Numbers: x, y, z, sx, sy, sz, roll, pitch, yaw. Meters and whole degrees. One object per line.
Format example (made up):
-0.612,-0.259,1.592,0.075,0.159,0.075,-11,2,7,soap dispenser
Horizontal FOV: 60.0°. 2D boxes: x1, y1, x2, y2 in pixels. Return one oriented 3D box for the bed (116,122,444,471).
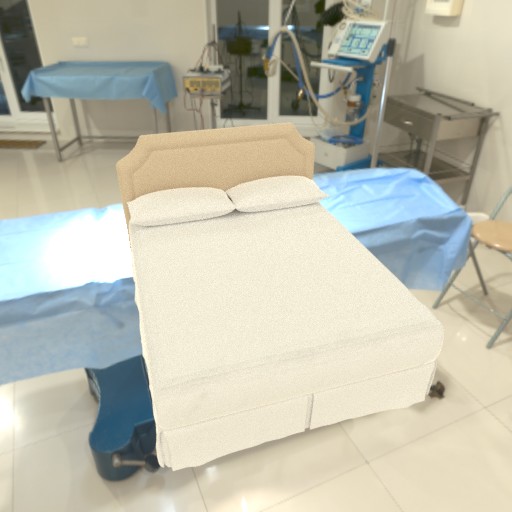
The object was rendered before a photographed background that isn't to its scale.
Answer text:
0.000,0.000,3.799,2.134,1.524,2.548,-9,33,-15,bed
